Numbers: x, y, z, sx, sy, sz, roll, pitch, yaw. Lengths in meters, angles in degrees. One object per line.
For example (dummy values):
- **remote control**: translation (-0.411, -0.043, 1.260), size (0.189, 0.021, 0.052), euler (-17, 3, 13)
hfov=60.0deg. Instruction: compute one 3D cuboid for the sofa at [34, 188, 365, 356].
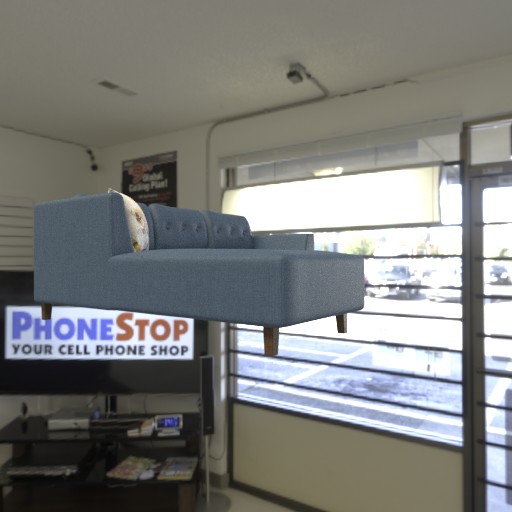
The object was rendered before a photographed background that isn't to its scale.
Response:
- **sofa**: translation (0.000, 0.000, 3.015), size (1.829, 0.787, 2.120), euler (0, 0, 37)
